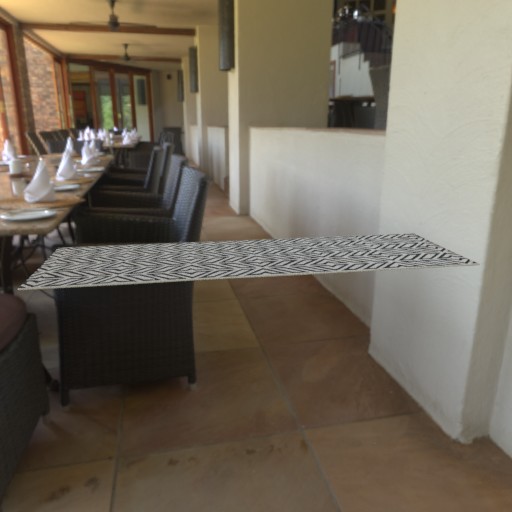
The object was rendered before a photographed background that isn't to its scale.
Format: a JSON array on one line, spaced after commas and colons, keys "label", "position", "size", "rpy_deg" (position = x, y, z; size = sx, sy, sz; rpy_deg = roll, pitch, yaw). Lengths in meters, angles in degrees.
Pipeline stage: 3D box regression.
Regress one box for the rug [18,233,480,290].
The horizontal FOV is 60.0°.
[{"label": "rug", "position": [0.000, 0.000, 2.662], "size": [2.435, 0.009, 0.750], "rpy_deg": [-3, 17, -9]}]
